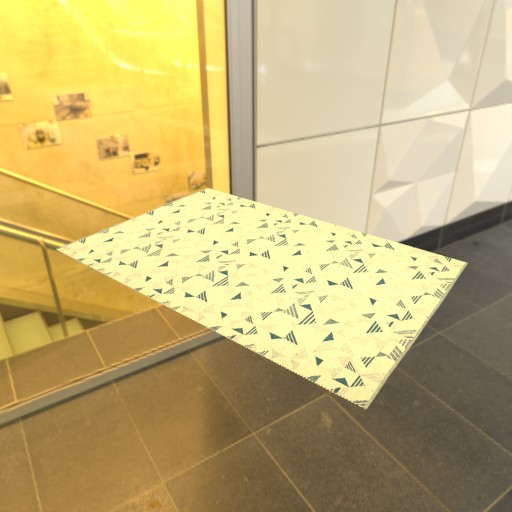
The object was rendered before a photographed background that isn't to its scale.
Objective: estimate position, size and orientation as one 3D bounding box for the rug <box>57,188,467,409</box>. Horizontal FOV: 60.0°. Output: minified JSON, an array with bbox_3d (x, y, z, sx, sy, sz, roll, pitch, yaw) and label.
[{"bbox_3d":[0.000,0.000,2.351,1.835,0.003,1.206,20,35,32],"label":"rug"}]
